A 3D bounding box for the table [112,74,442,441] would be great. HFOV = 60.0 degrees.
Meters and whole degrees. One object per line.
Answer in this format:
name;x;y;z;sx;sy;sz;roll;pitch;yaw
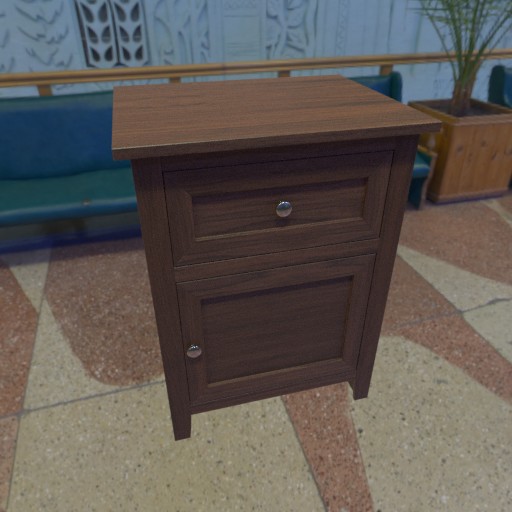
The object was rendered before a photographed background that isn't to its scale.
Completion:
table;0.000;0.000;0.940;0.480;0.636;0.381;-8;33;-12
